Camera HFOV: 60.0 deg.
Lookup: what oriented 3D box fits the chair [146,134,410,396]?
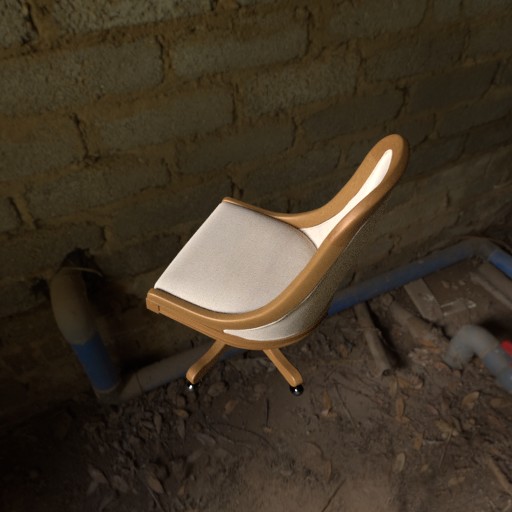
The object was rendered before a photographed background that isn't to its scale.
[{"bbox_3d":[0.000,0.000,1.554,0.811,1.009,0.702,19,49,17],"label":"chair"}]
